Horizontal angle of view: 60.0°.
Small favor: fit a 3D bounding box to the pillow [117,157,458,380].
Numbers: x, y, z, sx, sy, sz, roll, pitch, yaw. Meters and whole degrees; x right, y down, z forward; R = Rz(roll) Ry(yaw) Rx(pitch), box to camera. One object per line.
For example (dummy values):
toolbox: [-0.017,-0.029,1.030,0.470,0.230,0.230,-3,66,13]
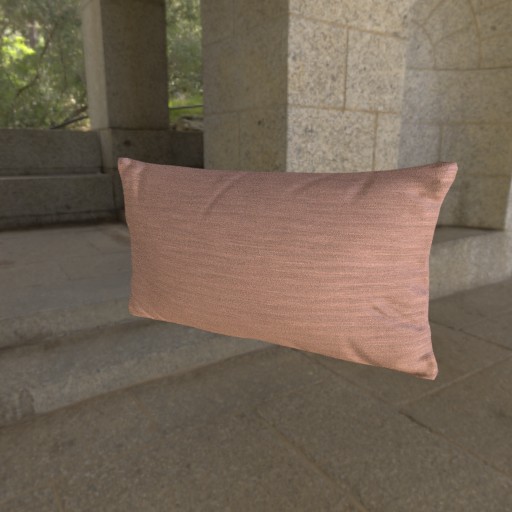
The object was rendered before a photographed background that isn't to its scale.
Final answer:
pillow: [0.000,0.000,0.792,0.633,0.338,0.210,7,15,26]
